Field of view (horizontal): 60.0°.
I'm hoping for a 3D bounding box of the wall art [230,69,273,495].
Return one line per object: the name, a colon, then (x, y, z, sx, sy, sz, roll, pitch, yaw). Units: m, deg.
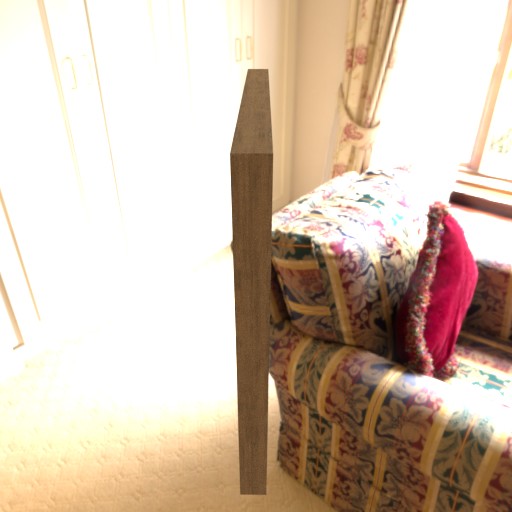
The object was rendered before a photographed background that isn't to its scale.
wall art: (0.000, 0.000, 0.735, 0.038, 0.508, 0.508, 0, 31, 1)
